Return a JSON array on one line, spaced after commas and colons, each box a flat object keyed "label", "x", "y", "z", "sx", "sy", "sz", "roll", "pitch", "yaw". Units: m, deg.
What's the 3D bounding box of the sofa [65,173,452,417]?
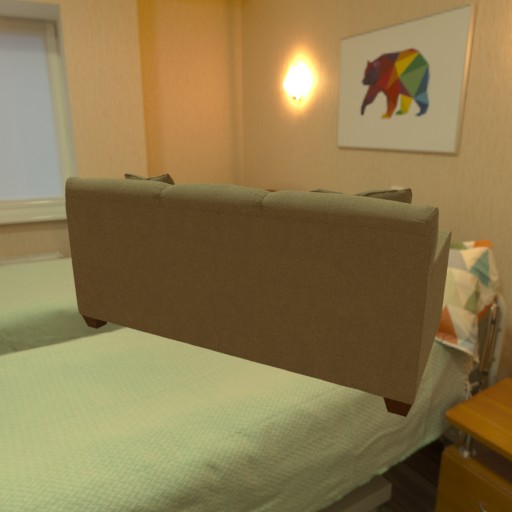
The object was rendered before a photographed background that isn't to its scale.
[{"label": "sofa", "x": 0.000, "y": 0.000, "z": 2.598, "sx": 2.024, "sy": 0.958, "sz": 0.997, "roll": 8, "pitch": 18, "yaw": 27}]
